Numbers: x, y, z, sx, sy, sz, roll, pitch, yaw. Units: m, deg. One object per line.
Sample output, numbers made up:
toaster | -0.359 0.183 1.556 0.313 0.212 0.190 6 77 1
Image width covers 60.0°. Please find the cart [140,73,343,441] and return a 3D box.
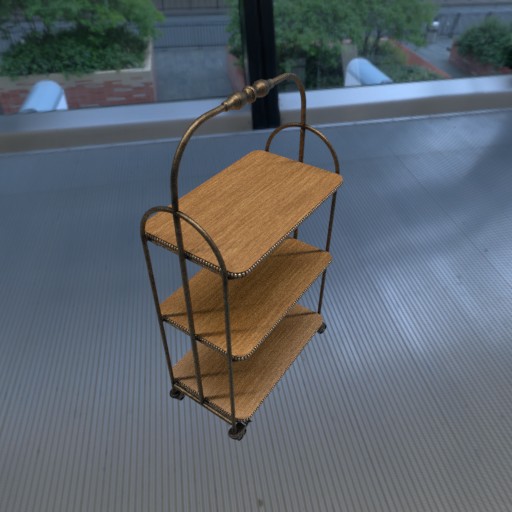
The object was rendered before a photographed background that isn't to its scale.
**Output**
cart | 0.000 0.000 1.370 0.330 1.052 0.650 24 45 26
